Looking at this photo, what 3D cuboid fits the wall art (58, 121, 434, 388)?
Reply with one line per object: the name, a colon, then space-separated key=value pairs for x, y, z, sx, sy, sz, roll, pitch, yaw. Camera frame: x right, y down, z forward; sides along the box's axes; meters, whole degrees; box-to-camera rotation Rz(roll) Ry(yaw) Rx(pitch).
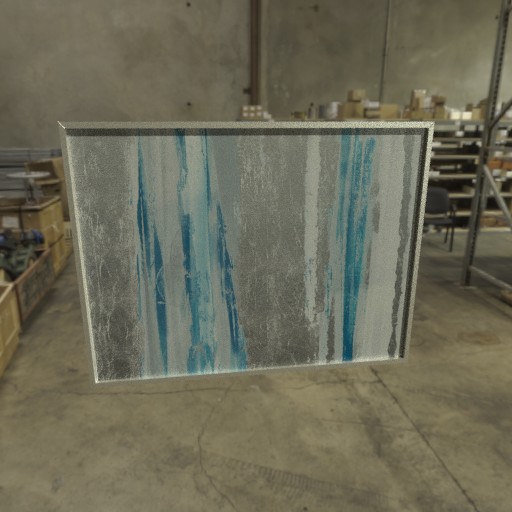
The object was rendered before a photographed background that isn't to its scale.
wall art: x=0.000 y=0.000 z=1.382 sx=1.056 sy=0.801 sz=0.066 roll=-2 pitch=17 yaw=-8
